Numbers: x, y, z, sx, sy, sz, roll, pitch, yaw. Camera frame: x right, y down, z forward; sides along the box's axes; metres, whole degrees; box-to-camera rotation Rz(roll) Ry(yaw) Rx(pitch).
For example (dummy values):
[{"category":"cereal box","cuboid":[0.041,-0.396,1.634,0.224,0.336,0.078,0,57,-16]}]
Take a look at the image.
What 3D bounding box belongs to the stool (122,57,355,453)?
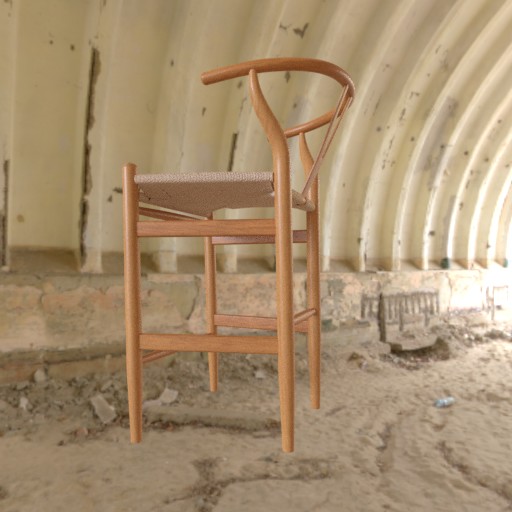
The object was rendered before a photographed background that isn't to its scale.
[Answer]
[{"category":"stool","cuboid":[0.000,0.000,1.315,0.579,0.970,0.569,0,-1,19]}]
